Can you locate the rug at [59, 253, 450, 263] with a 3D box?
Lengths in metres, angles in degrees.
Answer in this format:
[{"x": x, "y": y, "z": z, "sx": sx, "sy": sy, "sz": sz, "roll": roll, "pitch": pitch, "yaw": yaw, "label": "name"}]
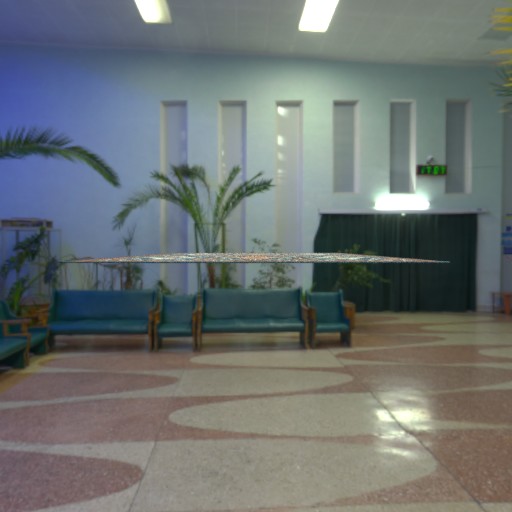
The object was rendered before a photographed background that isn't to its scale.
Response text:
[{"x": 0.000, "y": 0.000, "z": 4.112, "sx": 2.190, "sy": 0.008, "sz": 3.371, "roll": 0, "pitch": 1, "yaw": 0, "label": "rug"}]
